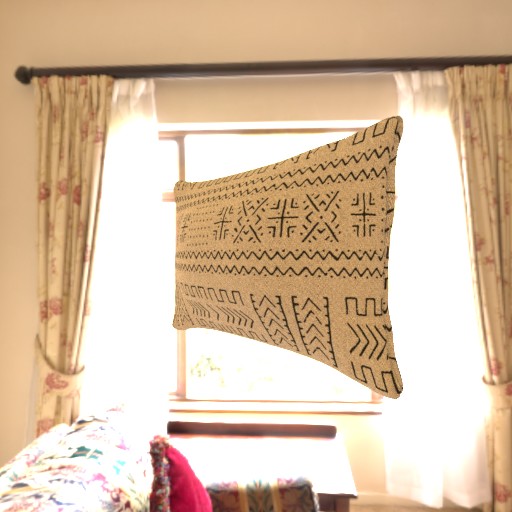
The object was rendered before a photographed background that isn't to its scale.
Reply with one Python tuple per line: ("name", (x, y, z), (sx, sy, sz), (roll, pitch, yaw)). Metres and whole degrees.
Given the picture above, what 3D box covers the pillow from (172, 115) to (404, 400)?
("pillow", (0.000, 0.000, 0.802), (0.188, 0.352, 0.637), (0, 0, -36))
